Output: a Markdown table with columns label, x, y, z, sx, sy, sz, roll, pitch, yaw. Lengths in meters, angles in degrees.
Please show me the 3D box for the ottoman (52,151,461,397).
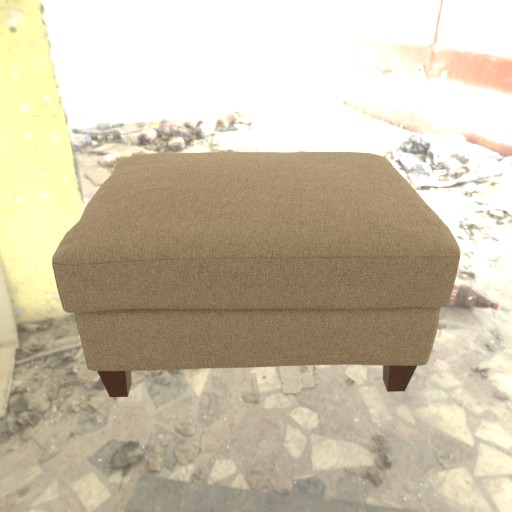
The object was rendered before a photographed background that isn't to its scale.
| label | x | y | z | sx | sy | sz | roll | pitch | yaw |
| --- | --- | --- | --- | --- | --- | --- | --- | --- | --- |
| ottoman | 0.000 | 0.000 | 1.305 | 0.889 | 0.511 | 0.692 | -1 | 31 | -1 |
